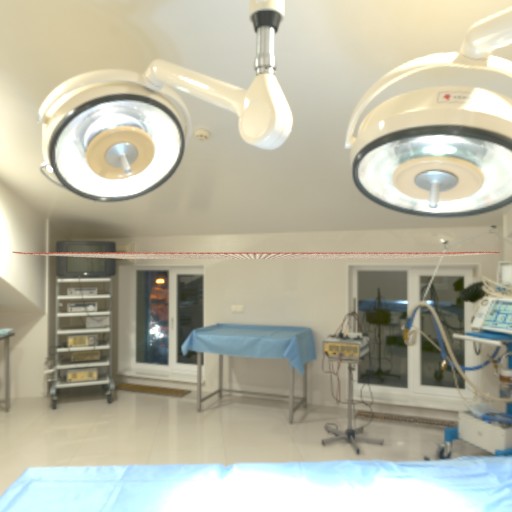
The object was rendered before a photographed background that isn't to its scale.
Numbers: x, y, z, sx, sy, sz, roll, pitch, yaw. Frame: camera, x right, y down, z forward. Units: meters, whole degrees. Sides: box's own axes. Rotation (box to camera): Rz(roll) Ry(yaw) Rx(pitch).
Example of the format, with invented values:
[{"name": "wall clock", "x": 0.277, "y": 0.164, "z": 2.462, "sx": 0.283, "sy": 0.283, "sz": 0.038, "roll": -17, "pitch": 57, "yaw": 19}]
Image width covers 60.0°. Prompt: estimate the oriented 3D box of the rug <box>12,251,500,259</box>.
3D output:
[{"name": "rug", "x": 0.000, "y": 0.000, "z": 4.025, "sx": 3.086, "sy": 0.030, "sz": 2.489, "roll": 0, "pitch": -1, "yaw": 0}]
